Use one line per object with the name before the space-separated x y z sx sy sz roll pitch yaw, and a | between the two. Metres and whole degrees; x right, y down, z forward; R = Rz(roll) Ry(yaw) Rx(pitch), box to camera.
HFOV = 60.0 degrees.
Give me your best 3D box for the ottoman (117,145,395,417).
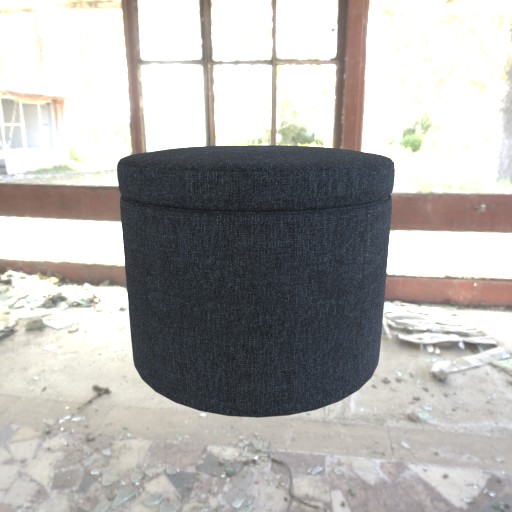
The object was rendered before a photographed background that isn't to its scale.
ottoman | 0.000 0.000 0.876 0.500 0.419 0.500 0 16 0
